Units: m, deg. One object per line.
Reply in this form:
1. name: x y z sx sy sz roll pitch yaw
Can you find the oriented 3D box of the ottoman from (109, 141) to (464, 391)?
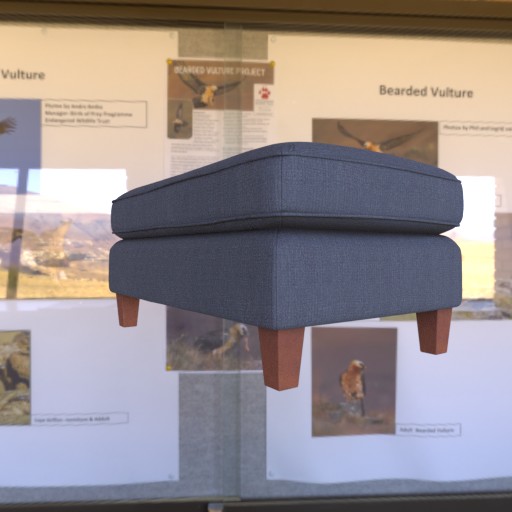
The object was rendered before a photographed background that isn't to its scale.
1. ottoman: 0.000 0.000 1.189 0.570 0.438 0.885 0 1 -35
